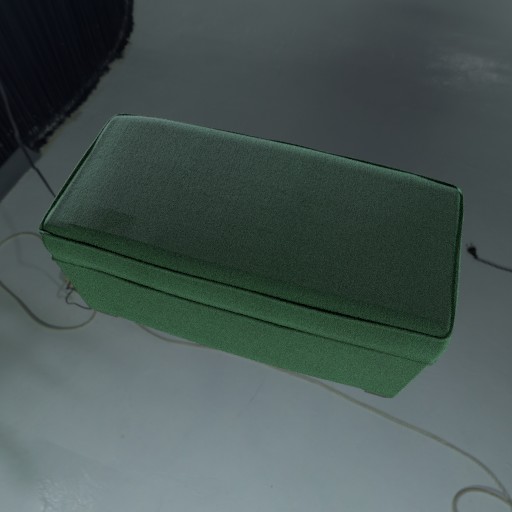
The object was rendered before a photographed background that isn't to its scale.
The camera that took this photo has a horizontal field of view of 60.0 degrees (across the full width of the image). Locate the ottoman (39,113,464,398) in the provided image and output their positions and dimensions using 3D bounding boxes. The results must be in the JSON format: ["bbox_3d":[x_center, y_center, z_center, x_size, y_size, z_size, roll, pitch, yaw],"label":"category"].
[{"bbox_3d":[0.000,0.000,1.229,0.957,0.471,0.483,15,60,9],"label":"ottoman"}]
